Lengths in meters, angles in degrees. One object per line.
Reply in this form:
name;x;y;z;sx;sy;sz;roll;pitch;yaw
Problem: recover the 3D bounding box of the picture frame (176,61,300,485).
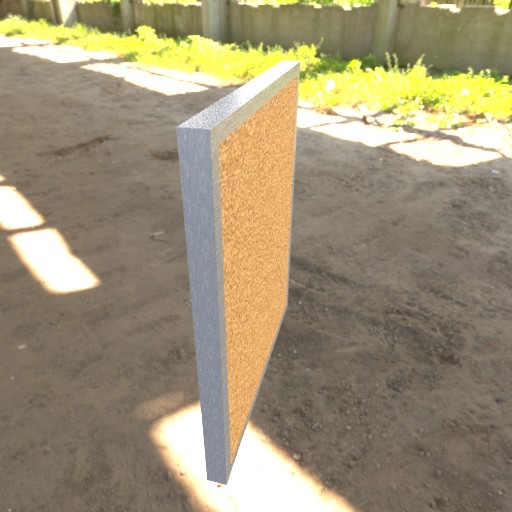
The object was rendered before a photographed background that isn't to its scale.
picture frame;0.000;0.000;0.514;0.027;0.378;0.327;8;32;13
